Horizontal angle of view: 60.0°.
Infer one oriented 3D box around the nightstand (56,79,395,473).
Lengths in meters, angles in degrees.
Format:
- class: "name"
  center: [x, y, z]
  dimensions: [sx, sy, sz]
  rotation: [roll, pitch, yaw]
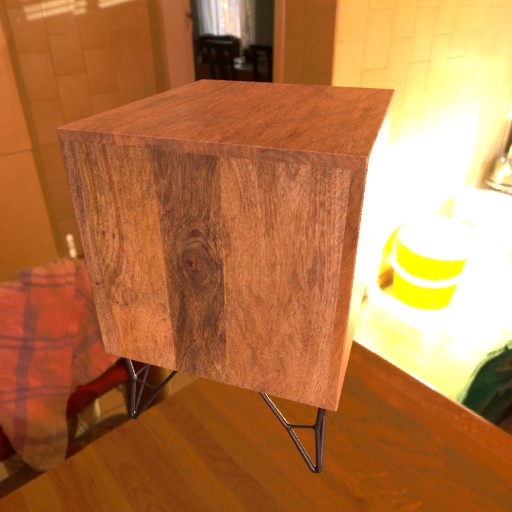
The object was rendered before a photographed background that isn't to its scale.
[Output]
- class: "nightstand"
  center: [0.000, 0.000, 0.849]
  dimensions: [0.406, 0.559, 0.457]
  rotation: [9, 31, 16]
